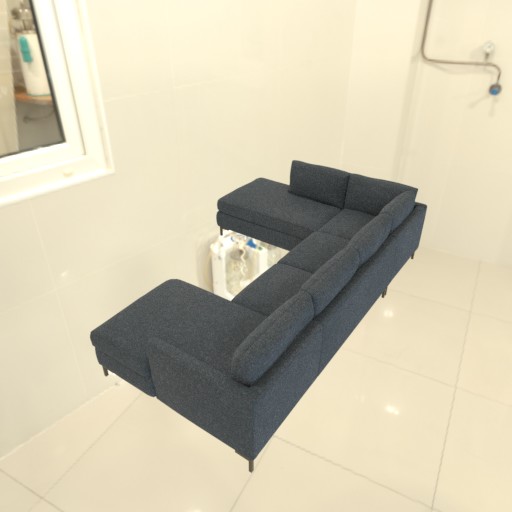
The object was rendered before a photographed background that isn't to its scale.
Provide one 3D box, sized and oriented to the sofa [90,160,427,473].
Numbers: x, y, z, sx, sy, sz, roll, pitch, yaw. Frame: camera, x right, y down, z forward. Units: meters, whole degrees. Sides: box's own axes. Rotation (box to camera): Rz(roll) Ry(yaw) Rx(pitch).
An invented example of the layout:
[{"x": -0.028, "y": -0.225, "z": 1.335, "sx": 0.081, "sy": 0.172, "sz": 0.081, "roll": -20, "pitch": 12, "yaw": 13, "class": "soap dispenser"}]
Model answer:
[{"x": 0.000, "y": 0.000, "z": 3.839, "sx": 2.007, "sy": 0.813, "sz": 2.956, "roll": 20, "pitch": 37, "yaw": 29, "class": "sofa"}]
